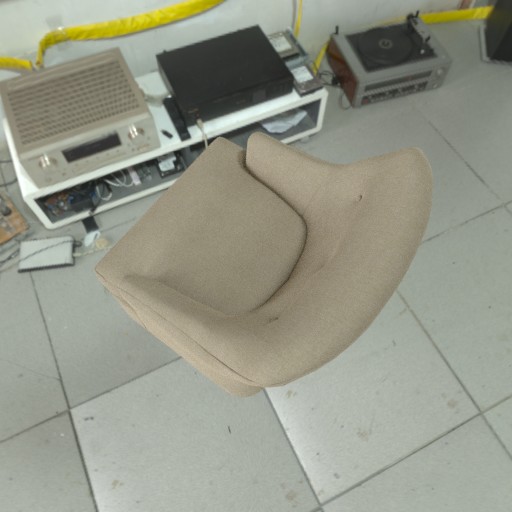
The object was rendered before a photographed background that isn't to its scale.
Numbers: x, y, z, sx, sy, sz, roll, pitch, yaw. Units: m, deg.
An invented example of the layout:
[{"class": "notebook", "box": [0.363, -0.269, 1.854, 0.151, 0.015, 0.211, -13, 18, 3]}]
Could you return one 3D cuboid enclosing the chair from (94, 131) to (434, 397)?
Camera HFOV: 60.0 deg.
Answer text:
[{"class": "chair", "box": [0.000, 0.000, 1.602, 0.923, 0.856, 0.864, 31, 67, 15]}]
